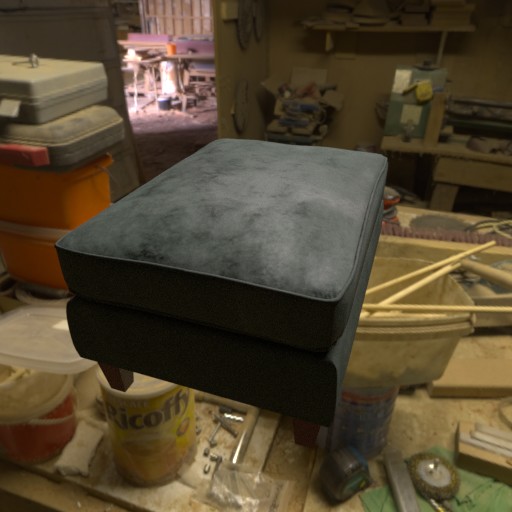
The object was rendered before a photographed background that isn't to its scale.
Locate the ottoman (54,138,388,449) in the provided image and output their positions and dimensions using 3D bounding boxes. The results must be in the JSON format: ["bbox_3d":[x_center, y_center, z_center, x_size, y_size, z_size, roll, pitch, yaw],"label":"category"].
[{"bbox_3d":[0.000,0.000,1.261,0.632,0.495,0.864,10,32,17],"label":"ottoman"}]
